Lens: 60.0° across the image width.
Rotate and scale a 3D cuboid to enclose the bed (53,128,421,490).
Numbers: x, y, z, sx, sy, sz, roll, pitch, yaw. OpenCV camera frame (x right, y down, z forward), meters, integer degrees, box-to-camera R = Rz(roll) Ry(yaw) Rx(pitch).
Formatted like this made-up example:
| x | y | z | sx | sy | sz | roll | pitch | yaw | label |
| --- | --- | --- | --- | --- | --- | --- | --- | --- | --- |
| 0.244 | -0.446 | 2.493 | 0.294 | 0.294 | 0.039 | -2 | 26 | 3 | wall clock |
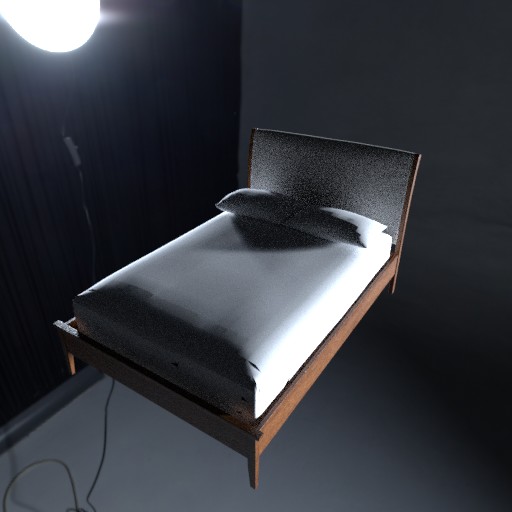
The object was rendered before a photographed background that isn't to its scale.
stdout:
| x | y | z | sx | sy | sz | roll | pitch | yaw | label |
| --- | --- | --- | --- | --- | --- | --- | --- | --- | --- |
| 0.000 | 0.000 | 3.282 | 1.612 | 1.250 | 2.380 | 18 | 34 | 29 | bed |
